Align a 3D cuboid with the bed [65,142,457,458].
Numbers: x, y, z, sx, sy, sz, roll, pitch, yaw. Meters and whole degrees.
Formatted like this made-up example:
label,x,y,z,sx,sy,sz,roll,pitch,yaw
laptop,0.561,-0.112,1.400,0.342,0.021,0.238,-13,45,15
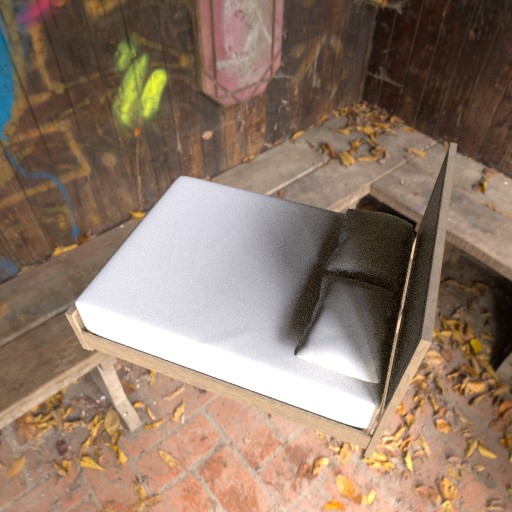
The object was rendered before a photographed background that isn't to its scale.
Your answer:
label,x,y,z,sx,sy,sz,roll,pitch,yaw
bed,0.000,0.000,3.135,2.189,1.369,1.606,16,49,14
